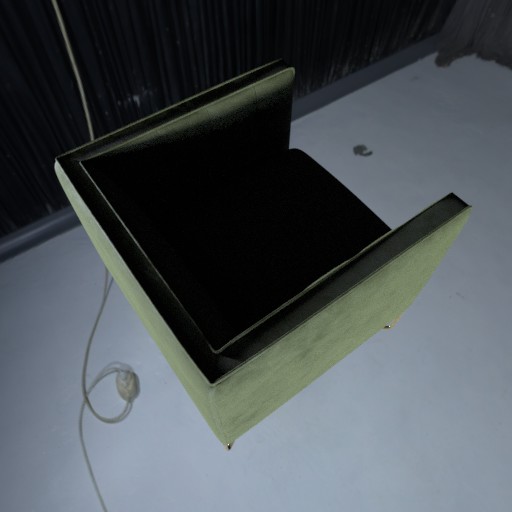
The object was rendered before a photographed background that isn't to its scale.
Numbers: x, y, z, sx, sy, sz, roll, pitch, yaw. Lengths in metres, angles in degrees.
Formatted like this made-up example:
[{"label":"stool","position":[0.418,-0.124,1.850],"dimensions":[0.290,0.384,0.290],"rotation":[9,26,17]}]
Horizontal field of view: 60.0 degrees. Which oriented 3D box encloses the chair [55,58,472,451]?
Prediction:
[{"label":"chair","position":[0.000,0.000,1.574],"dimensions":[0.894,0.790,0.880],"rotation":[-32,62,-19]}]
